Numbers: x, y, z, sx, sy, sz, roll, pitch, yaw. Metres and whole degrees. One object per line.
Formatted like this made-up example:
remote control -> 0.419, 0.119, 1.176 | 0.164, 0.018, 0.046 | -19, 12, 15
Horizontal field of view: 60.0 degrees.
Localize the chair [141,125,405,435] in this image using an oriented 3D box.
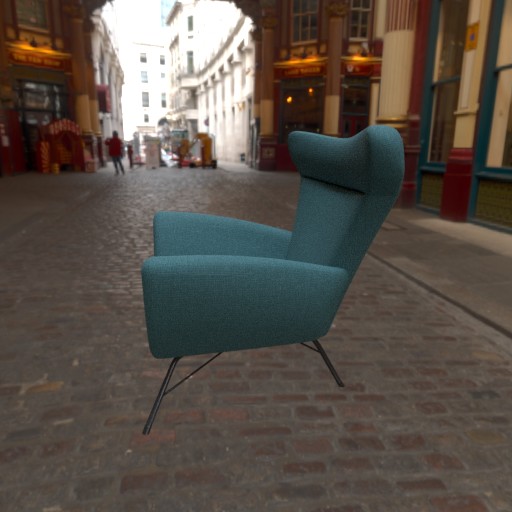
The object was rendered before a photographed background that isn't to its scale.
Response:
chair -> 0.000, 0.000, 1.769 | 0.900, 0.980, 1.050 | -3, 15, -10
